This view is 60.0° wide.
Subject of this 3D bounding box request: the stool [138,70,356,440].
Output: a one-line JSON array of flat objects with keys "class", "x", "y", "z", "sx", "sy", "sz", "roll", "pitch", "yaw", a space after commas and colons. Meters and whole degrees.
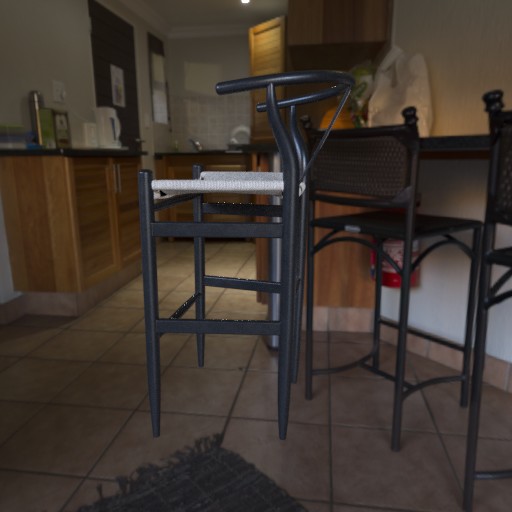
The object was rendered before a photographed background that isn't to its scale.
[{"class": "stool", "x": 0.000, "y": 0.000, "z": 1.435, "sx": 0.579, "sy": 1.072, "sz": 0.569, "roll": 3, "pitch": 14, "yaw": 10}]
